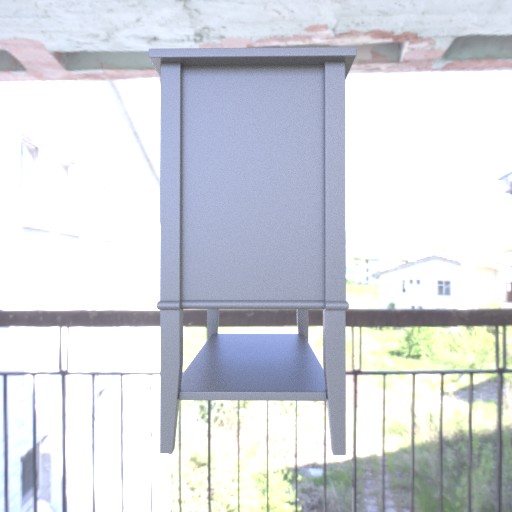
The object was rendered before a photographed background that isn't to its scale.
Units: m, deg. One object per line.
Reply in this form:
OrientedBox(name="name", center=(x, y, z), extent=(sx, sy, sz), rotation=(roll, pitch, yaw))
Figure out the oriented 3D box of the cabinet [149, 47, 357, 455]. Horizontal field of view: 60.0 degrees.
OrientedBox(name="cabinet", center=(0.000, 0.000, 1.237), extent=(0.396, 0.780, 0.801), rotation=(0, -1, 1))
